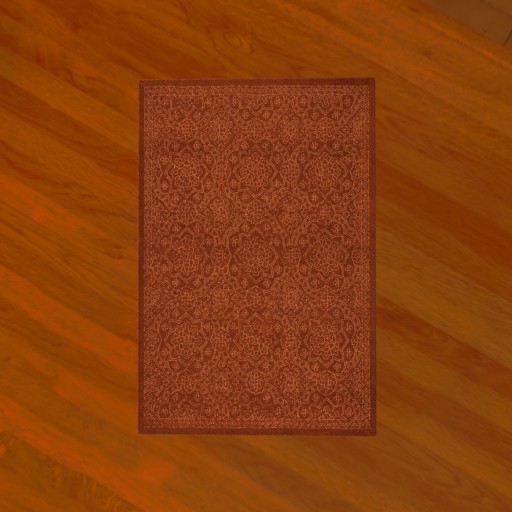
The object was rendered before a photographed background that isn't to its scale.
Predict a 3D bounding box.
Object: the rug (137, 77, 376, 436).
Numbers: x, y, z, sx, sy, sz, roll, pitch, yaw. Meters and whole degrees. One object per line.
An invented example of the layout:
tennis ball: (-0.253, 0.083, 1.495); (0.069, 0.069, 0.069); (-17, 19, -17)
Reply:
rug: (0.000, 0.000, 2.270); (1.219, 0.010, 1.829); (0, 89, 1)
